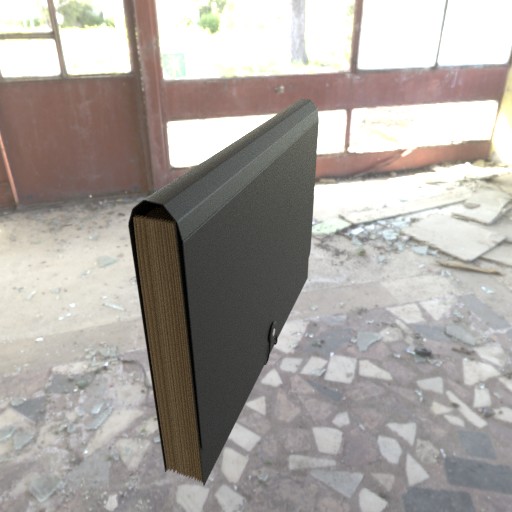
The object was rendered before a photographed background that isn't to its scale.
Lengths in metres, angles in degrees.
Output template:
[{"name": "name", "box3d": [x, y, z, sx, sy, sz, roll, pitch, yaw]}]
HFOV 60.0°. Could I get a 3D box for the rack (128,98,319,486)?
[{"name": "rack", "box3d": [0.000, 0.000, 0.433, 0.041, 0.241, 0.330, 10, 31, 17]}]
